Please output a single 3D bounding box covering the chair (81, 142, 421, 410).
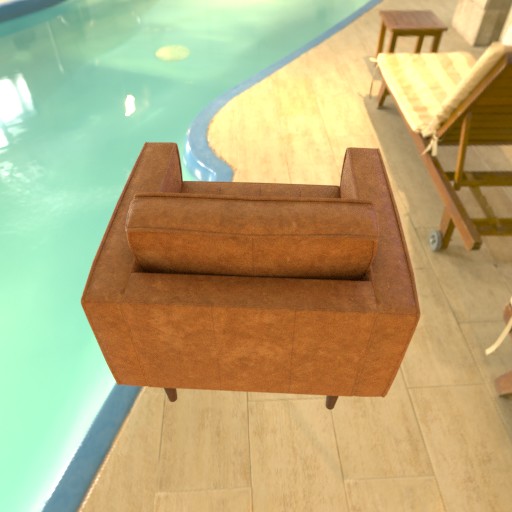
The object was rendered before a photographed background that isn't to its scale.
[{"bbox_3d":[0.000,0.000,1.536,0.928,0.767,0.798,2,45,2],"label":"chair"}]
